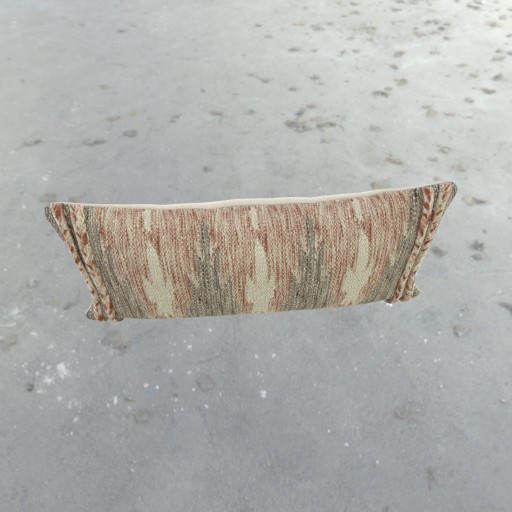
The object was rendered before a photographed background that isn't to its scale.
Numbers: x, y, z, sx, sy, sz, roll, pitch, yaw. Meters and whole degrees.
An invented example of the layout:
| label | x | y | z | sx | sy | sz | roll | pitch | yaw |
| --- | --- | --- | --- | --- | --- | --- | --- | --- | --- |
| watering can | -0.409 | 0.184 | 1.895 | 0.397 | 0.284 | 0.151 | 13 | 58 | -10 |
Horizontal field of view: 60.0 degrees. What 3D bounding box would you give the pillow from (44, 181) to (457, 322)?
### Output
| label | x | y | z | sx | sy | sz | roll | pitch | yaw |
| --- | --- | --- | --- | --- | --- | --- | --- | --- | --- |
| pillow | 0.000 | 0.000 | 0.749 | 0.635 | 0.282 | 0.139 | -4 | 47 | -3 |
